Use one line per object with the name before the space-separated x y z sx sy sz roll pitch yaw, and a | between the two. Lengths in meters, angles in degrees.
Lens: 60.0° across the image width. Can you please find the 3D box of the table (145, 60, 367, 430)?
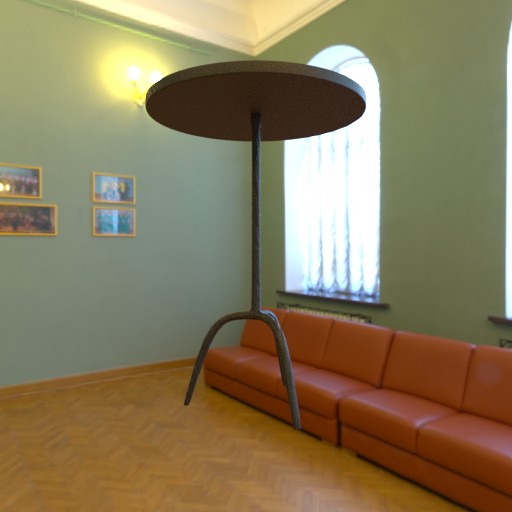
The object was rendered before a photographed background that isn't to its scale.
table | 0.000 0.000 1.041 0.502 0.700 0.502 -1 1 -37
